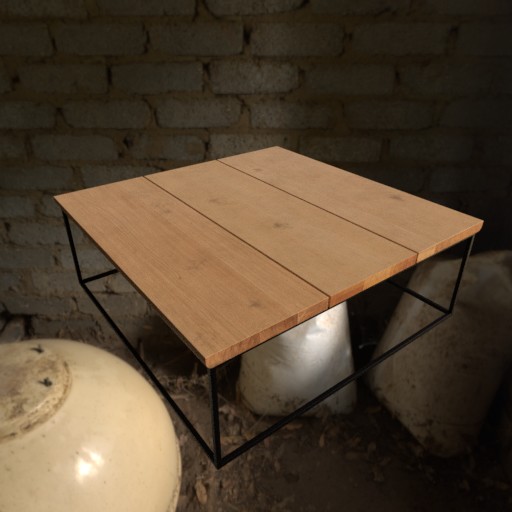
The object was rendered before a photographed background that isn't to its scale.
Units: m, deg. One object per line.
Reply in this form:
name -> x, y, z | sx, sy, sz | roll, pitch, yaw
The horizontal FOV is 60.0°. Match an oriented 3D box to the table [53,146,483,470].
table -> 0.000, 0.000, 1.693 | 1.100, 0.400, 1.100 | -21, 36, -31
